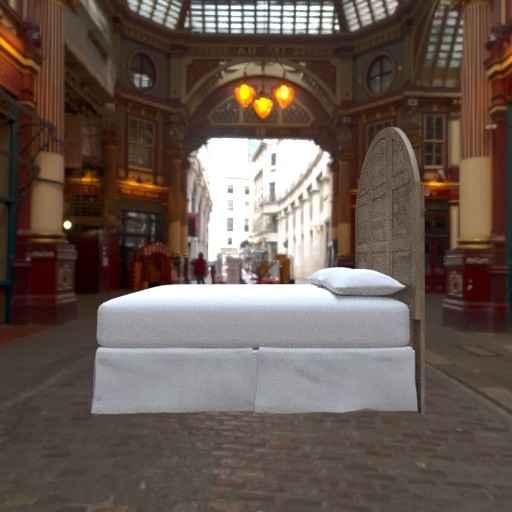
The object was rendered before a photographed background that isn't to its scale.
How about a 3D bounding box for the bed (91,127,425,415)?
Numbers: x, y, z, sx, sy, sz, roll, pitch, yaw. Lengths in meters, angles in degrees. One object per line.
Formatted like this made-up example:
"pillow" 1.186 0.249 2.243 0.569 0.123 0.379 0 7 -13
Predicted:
"bed" 0.000 0.000 3.571 2.112 2.002 1.713 0 -1 0
